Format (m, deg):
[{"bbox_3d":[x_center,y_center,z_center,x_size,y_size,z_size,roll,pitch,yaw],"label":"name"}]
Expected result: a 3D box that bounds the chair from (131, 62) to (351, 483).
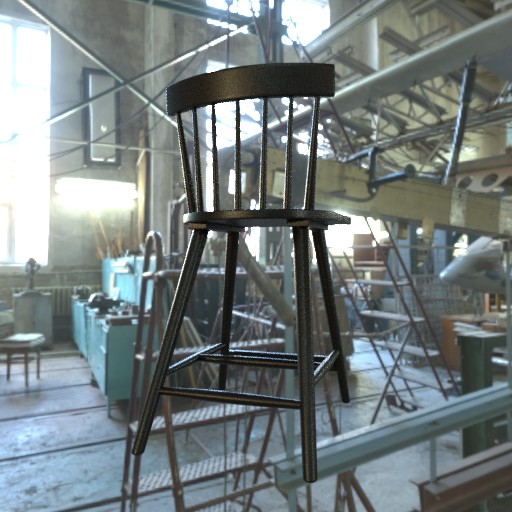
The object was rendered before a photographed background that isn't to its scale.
[{"bbox_3d":[0.000,0.000,1.257,0.483,0.952,0.572,0,-1,18],"label":"chair"}]
